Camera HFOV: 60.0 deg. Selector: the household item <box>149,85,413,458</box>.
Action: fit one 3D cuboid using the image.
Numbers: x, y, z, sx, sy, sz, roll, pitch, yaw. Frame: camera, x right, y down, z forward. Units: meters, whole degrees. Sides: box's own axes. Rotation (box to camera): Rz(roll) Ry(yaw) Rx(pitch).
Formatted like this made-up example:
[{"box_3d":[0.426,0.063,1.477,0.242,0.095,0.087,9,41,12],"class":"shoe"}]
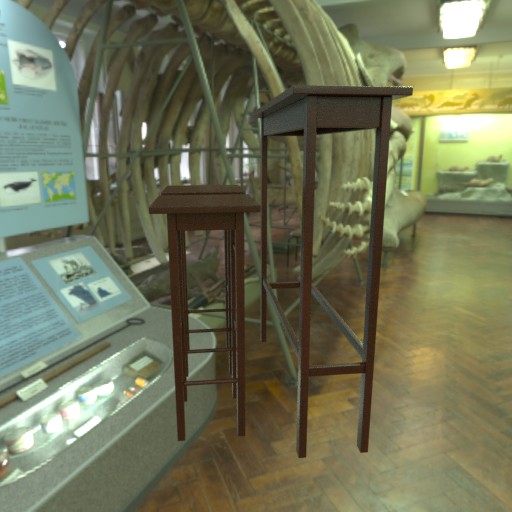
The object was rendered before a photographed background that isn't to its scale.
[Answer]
[{"box_3d":[0.000,0.000,1.630,0.676,1.067,0.914,-2,14,-7],"class":"household item"}]
